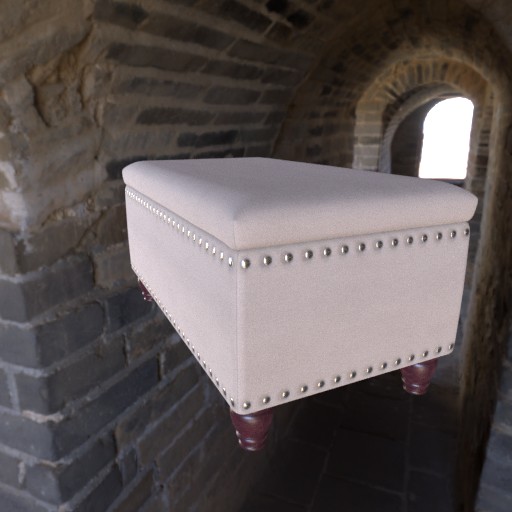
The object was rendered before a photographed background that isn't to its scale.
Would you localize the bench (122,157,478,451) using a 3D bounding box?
[{"bbox_3d":[0.000,0.000,1.154,0.500,0.449,0.887,-8,18,-25],"label":"bench"}]
